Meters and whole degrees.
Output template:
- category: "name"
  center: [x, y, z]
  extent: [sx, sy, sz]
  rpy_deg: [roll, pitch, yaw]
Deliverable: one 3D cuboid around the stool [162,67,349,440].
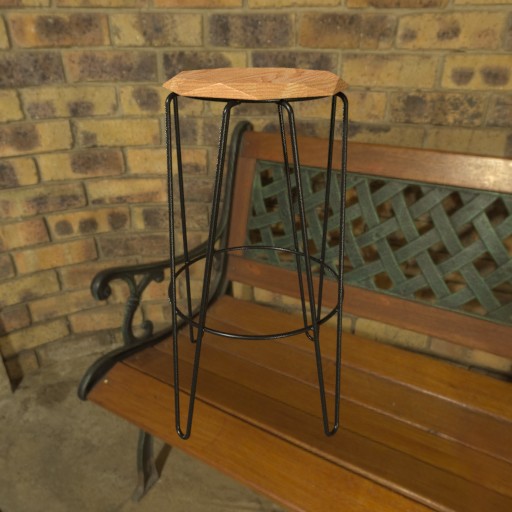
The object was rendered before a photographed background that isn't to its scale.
- category: "stool"
  center: [0.000, 0.000, 0.801]
  extent: [0.326, 0.610, 0.326]
  rpy_deg: [0, 27, -1]
